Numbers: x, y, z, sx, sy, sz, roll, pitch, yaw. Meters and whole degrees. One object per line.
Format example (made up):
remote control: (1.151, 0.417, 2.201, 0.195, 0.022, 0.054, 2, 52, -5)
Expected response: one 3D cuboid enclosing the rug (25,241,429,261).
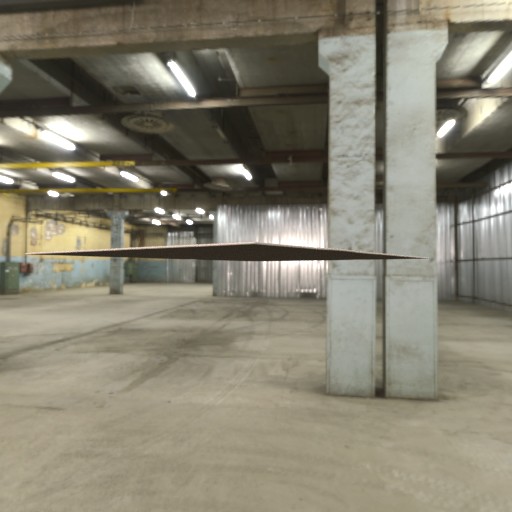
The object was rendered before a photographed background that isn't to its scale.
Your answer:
rug: (0.000, 0.000, 4.417, 2.449, 0.019, 3.357, -1, -3, 36)
